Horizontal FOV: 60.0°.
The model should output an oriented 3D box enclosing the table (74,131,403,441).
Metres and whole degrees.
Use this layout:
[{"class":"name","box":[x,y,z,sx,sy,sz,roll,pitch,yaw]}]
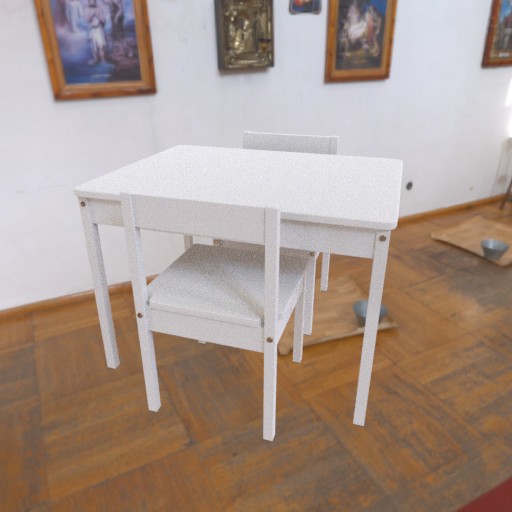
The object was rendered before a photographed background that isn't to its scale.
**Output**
[{"class":"table","box":[0.000,0.000,1.127,0.650,0.503,0.672,8,26,16]}]
